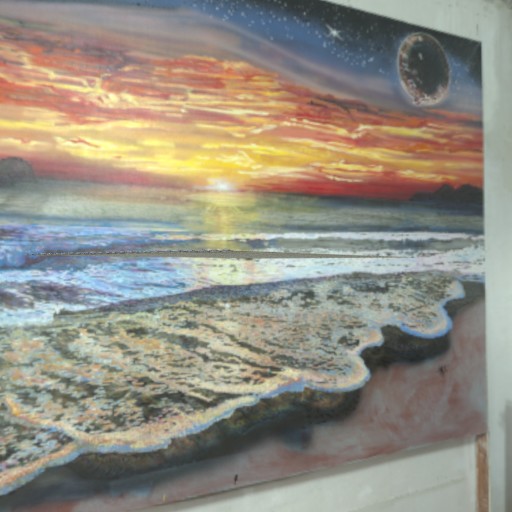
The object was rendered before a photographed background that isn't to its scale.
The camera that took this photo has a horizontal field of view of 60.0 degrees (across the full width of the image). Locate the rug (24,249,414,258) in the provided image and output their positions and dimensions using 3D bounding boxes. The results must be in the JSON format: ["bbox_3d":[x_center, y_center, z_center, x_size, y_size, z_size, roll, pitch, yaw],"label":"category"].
[{"bbox_3d":[0.000,0.000,2.610,1.248,0.009,2.108,-1,-1,35],"label":"rug"}]
